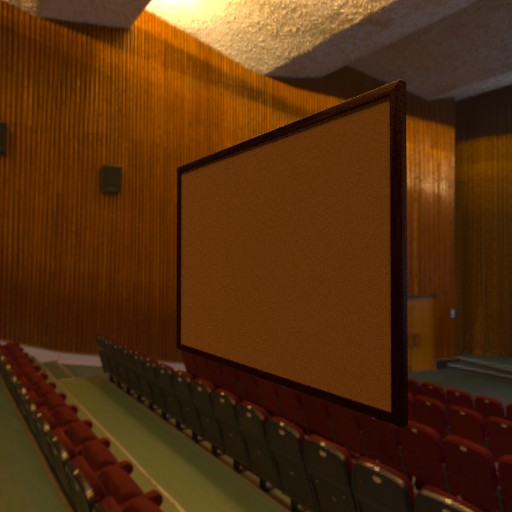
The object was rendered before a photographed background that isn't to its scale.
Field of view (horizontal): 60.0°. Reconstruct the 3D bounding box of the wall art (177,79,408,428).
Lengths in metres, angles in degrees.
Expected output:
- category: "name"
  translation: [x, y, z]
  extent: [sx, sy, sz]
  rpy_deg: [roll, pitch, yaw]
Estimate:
- category: "wall art"
  translation: [0.000, 0.000, 1.044]
  extent: [0.014, 0.559, 0.816]
  rpy_deg: [1, -1, -36]
